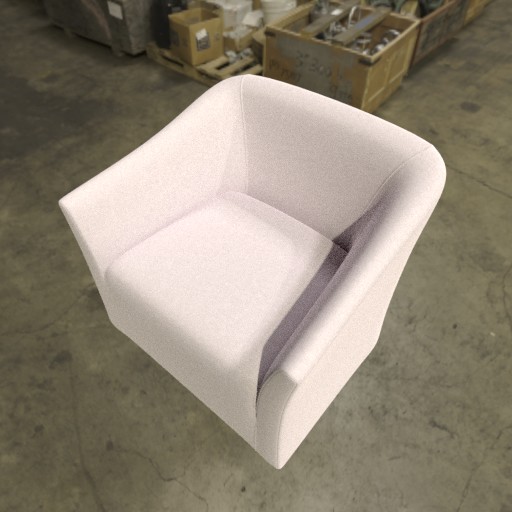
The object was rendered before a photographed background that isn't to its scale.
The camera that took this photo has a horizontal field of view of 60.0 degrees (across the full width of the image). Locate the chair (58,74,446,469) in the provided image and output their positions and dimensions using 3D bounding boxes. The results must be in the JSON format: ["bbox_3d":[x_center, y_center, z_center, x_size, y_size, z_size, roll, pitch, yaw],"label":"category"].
[{"bbox_3d":[0.000,0.000,1.307,0.790,0.720,0.700,32,55,27],"label":"chair"}]
